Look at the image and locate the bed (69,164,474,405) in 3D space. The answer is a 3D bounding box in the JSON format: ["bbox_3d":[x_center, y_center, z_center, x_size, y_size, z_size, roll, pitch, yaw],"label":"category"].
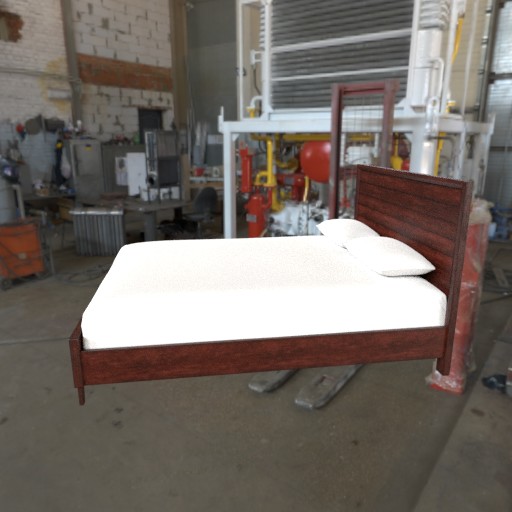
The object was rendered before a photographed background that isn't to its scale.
[{"bbox_3d":[0.000,0.000,4.016,2.803,1.492,2.040,-2,15,-8],"label":"bed"}]
